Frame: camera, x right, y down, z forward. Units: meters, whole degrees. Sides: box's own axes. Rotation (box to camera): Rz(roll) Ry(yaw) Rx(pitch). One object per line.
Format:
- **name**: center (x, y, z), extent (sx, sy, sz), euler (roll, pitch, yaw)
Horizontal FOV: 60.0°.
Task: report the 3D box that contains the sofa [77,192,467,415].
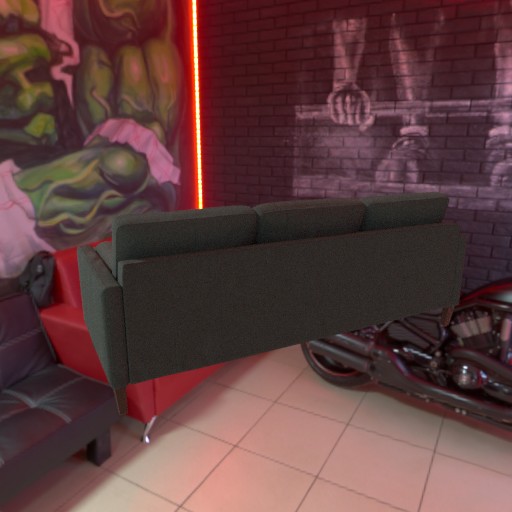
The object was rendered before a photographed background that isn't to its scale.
- **sofa**: center (0.000, 0.000, 2.916), extent (2.178, 0.876, 1.506), euler (-8, 16, -27)
